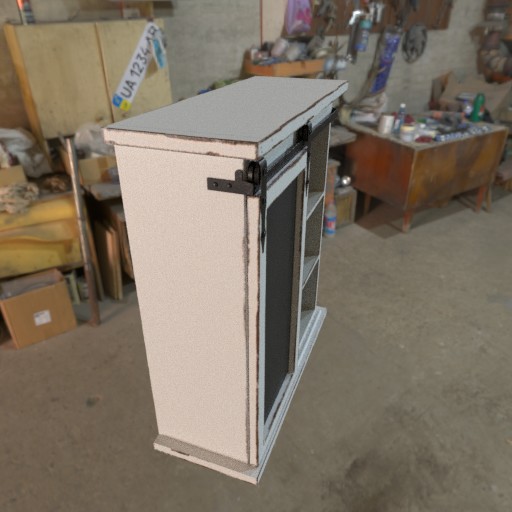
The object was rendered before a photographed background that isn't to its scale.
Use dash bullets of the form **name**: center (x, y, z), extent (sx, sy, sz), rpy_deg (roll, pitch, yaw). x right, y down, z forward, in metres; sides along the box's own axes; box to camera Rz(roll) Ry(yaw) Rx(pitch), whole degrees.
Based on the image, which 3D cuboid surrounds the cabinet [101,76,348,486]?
- **cabinet**: center (0.000, 0.000, 0.887), extent (0.210, 0.603, 0.541), rpy_deg (10, 31, 18)
